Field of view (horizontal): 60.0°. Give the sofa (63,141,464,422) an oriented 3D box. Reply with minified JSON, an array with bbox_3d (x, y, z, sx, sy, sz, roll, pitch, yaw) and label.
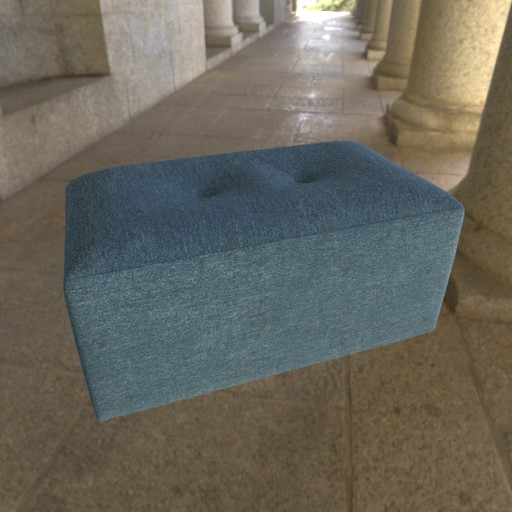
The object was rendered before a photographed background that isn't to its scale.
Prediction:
[{"bbox_3d":[0.000,0.000,1.203,0.930,0.470,0.480,-11,33,-17],"label":"sofa"}]
